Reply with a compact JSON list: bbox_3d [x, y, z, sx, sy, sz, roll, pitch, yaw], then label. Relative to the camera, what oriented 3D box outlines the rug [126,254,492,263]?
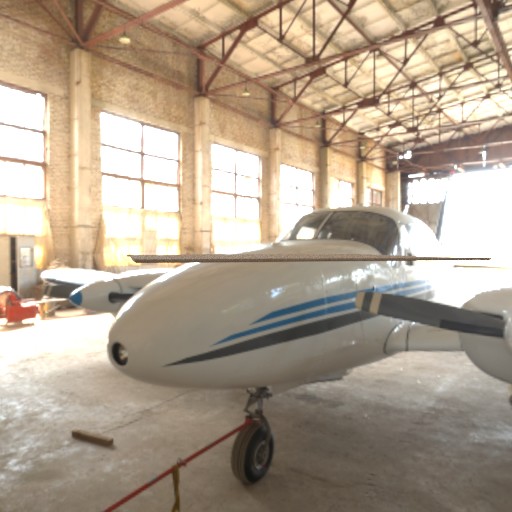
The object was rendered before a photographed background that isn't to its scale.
[{"bbox_3d":[0.000,0.000,3.669,2.032,0.038,2.869,0,1,-17],"label":"rug"}]
